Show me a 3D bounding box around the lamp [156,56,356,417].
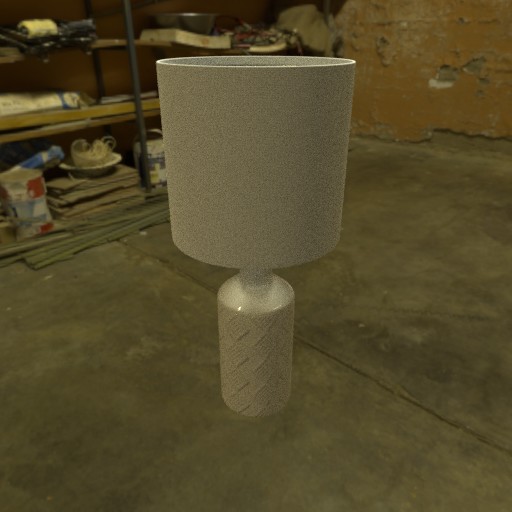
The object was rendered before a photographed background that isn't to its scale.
[{"bbox_3d":[0.000,0.000,0.570,0.207,0.461,0.207,0,27,0],"label":"lamp"}]
